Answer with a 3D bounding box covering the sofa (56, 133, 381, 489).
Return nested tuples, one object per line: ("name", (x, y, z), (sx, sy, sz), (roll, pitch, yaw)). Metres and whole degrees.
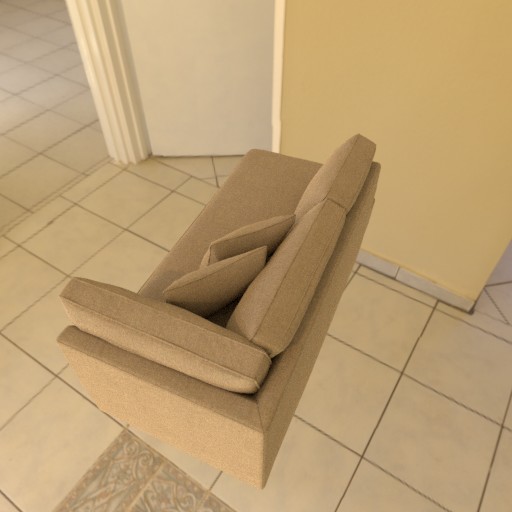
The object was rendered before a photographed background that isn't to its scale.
("sofa", (0.000, 0.000, 2.791), (1.110, 1.019, 2.238), (18, 50, 16))
